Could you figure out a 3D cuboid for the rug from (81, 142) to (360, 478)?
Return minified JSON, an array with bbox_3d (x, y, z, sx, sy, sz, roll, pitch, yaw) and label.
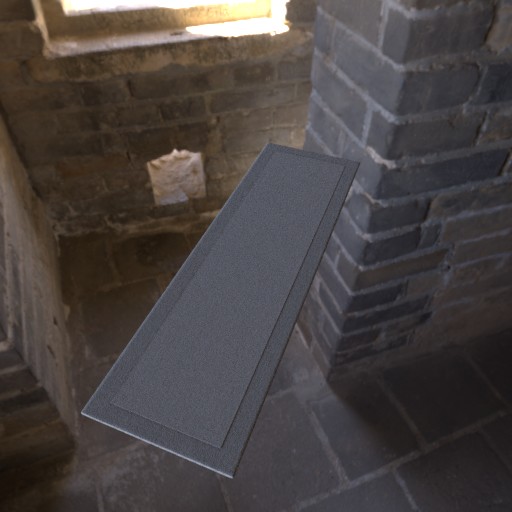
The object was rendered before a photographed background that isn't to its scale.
[{"bbox_3d":[0.000,0.000,2.701,0.759,0.012,2.430,16,48,15],"label":"rug"}]
